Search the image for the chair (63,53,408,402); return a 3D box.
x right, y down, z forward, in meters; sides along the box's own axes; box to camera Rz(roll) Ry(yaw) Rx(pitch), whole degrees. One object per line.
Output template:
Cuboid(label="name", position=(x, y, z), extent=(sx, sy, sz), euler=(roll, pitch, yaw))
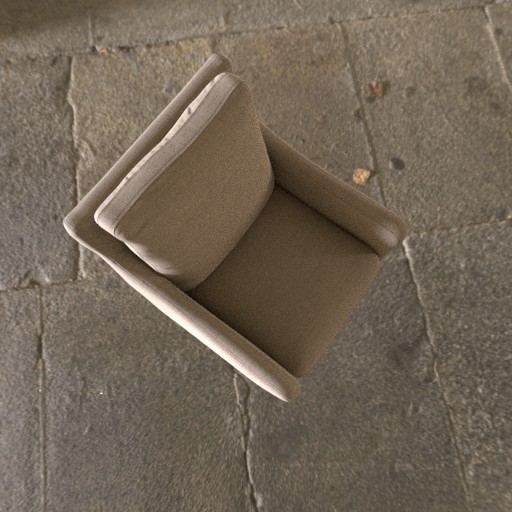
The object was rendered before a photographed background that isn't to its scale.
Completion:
Cuboid(label="chair", position=(0.000, 0.000, 1.403), extent=(0.694, 0.914, 0.626), euler=(36, 78, 9))
